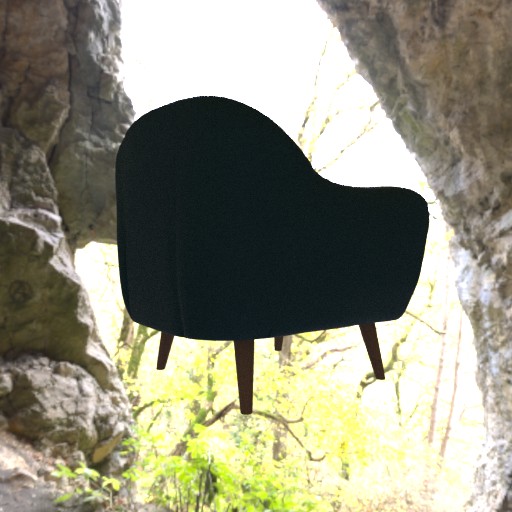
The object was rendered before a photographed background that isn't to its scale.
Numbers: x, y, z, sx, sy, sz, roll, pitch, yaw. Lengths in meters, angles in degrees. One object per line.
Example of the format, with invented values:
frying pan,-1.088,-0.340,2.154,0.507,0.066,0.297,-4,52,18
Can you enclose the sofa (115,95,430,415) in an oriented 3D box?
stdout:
sofa,0.000,0.000,1.512,0.825,0.817,0.836,0,0,-36
